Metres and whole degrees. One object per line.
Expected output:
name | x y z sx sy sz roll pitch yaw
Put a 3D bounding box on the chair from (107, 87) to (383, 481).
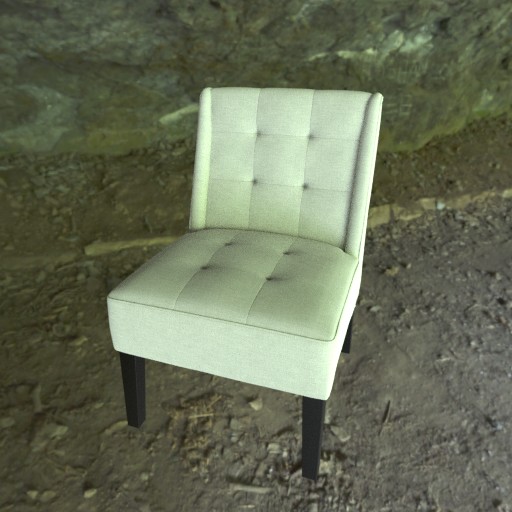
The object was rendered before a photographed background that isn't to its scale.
chair | 0.000 0.000 1.263 0.569 0.853 0.676 8 27 17
